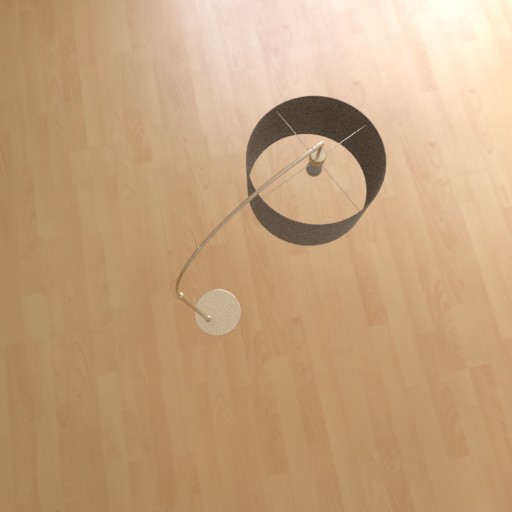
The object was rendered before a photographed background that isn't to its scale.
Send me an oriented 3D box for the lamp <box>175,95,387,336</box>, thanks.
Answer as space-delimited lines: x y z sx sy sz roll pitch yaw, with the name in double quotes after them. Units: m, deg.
0.000 0.000 2.148 0.934 1.735 0.452 -36 79 -8 "lamp"
